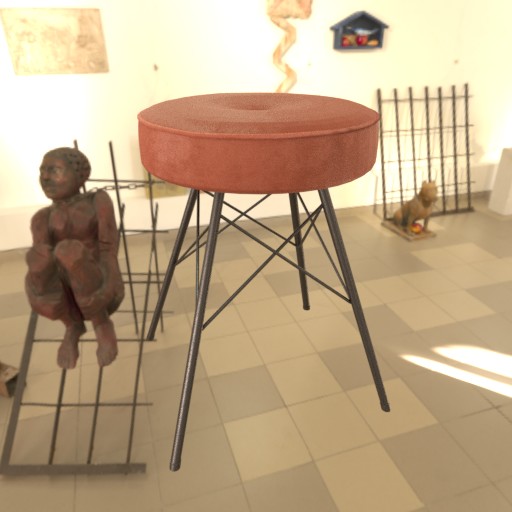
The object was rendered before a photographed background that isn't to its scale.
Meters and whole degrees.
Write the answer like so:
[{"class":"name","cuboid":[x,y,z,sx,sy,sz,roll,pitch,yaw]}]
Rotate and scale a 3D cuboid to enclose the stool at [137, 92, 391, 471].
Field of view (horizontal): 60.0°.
[{"class":"stool","cuboid":[0.000,0.000,0.892,0.457,0.593,0.421,-8,28,-16]}]
